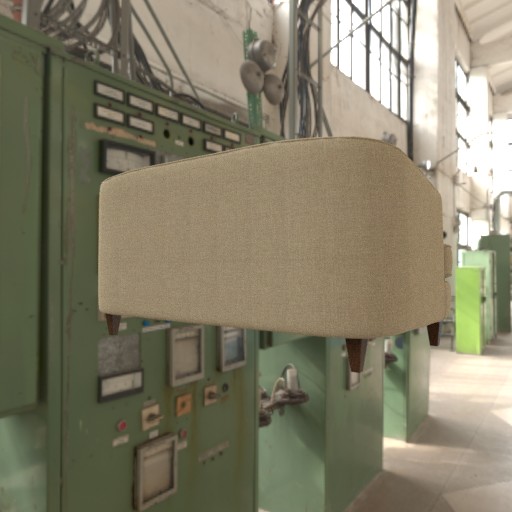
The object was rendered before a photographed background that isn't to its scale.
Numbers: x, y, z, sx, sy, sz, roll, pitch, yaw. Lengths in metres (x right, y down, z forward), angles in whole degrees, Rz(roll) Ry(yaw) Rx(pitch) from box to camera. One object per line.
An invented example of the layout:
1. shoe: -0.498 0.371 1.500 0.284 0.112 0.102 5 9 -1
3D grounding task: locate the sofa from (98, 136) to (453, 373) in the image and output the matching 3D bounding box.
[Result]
1. sofa: 0.000 0.000 2.292 1.733 0.855 0.941 -1 -2 36
